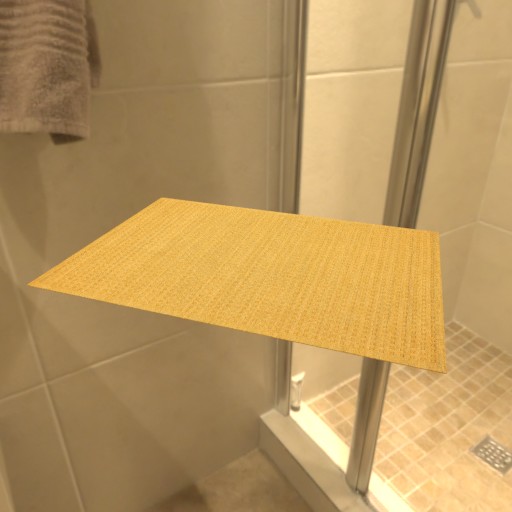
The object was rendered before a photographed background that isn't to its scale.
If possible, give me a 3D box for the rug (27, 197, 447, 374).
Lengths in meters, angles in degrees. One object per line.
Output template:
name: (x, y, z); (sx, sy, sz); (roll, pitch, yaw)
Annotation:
rug: (0.000, 0.000, 3.686); (2.895, 0.006, 1.981); (9, 29, 17)
